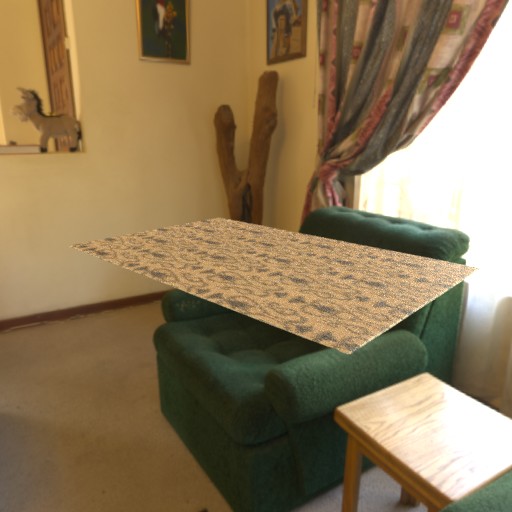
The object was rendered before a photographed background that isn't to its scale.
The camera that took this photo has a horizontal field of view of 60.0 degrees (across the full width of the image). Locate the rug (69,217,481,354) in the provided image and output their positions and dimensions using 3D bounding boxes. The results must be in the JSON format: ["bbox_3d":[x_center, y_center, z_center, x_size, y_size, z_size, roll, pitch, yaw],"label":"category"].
[{"bbox_3d":[0.000,0.000,2.068,1.652,0.006,1.035,14,21,41],"label":"rug"}]
